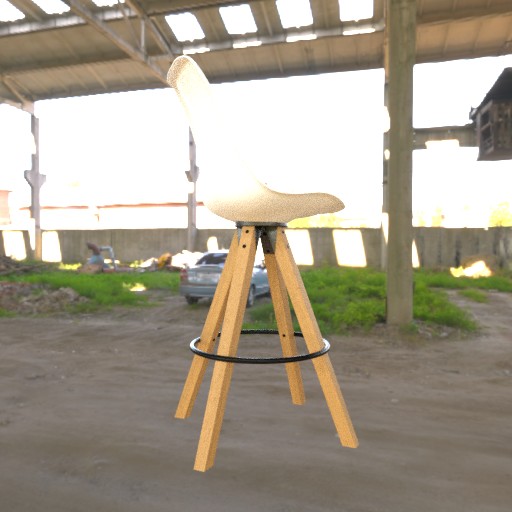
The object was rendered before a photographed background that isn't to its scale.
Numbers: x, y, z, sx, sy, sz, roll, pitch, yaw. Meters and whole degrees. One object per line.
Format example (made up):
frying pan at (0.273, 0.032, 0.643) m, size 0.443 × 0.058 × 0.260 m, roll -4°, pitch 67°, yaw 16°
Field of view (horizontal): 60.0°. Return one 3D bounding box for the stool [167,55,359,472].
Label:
stool at (0.000, 0.000, 1.408) m, size 0.549 × 1.115 × 0.482 m, roll 0°, pitch 1°, yaw -18°
